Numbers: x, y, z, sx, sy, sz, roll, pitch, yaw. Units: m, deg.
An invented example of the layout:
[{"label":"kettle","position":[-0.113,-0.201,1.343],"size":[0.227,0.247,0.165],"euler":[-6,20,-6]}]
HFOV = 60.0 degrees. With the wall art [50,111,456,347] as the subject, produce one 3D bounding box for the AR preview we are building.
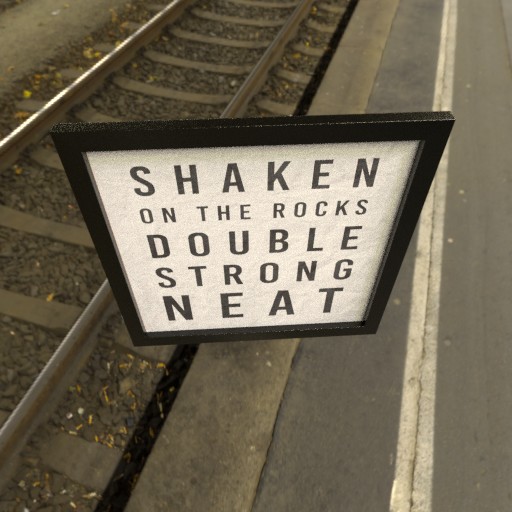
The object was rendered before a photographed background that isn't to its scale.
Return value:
[{"label":"wall art","position":[0.000,0.000,0.514],"size":[0.349,0.349,0.014],"euler":[-3,48,-2]}]
